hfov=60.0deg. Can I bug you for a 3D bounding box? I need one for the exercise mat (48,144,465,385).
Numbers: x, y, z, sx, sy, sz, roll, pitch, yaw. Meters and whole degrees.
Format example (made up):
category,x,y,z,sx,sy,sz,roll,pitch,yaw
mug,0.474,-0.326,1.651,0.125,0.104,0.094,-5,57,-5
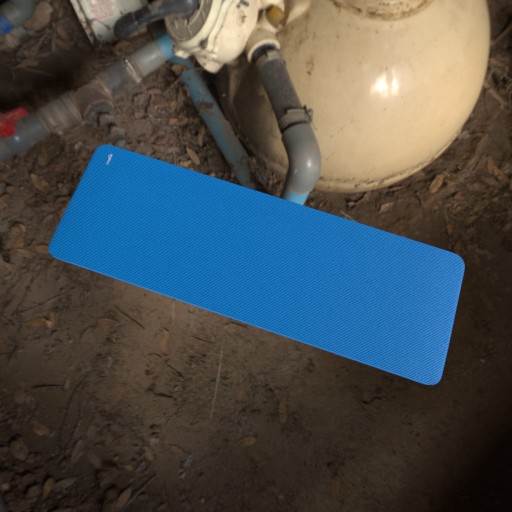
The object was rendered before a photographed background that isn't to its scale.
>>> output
category,x,y,z,sx,sy,sz,roll,pitch,yaw
exercise mat,0.000,0.000,2.060,1.869,0.021,0.616,18,76,5
